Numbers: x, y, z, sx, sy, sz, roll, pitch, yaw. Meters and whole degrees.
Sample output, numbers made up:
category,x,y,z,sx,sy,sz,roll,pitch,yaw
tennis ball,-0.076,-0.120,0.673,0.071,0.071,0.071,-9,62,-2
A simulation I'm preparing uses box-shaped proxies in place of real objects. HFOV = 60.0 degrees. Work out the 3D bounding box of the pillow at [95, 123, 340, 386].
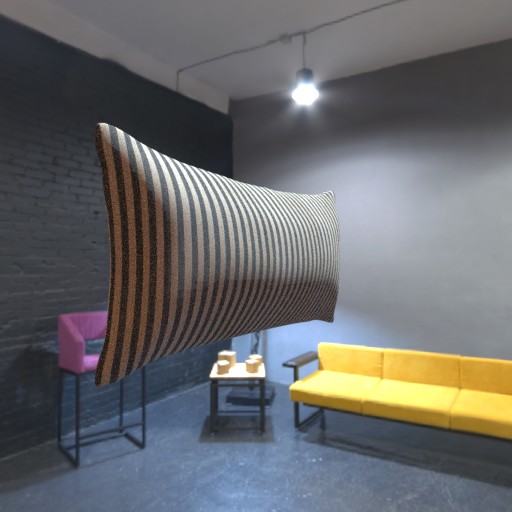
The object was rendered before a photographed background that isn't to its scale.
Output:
category,x,y,z,sx,sy,sz,roll,pitch,yaw
pillow,0.000,0.000,0.741,0.151,0.295,0.617,0,-1,35
